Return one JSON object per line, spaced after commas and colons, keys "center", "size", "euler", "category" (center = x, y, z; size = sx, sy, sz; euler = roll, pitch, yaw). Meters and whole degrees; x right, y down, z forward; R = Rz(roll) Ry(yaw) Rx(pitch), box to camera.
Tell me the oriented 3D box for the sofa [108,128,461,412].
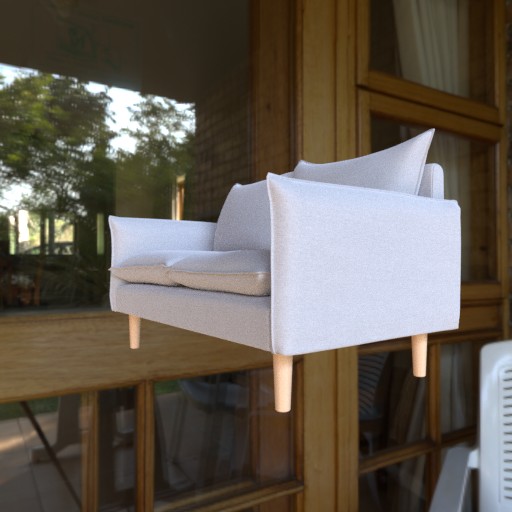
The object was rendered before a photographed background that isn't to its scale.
{"center": [0.000, 0.000, 1.790], "size": [0.820, 0.840, 1.300], "euler": [1, -1, -36], "category": "sofa"}
